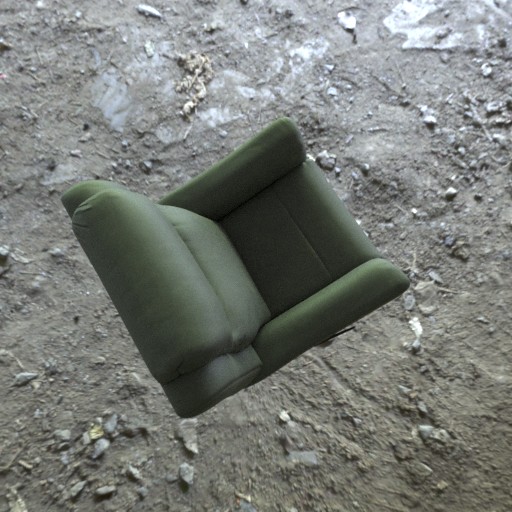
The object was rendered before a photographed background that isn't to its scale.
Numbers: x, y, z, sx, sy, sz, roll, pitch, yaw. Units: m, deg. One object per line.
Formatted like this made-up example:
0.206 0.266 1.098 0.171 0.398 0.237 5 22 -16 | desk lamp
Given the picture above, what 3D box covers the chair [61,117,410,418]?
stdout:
0.000 0.000 1.910 1.068 1.116 0.967 -31 77 -8 | chair
